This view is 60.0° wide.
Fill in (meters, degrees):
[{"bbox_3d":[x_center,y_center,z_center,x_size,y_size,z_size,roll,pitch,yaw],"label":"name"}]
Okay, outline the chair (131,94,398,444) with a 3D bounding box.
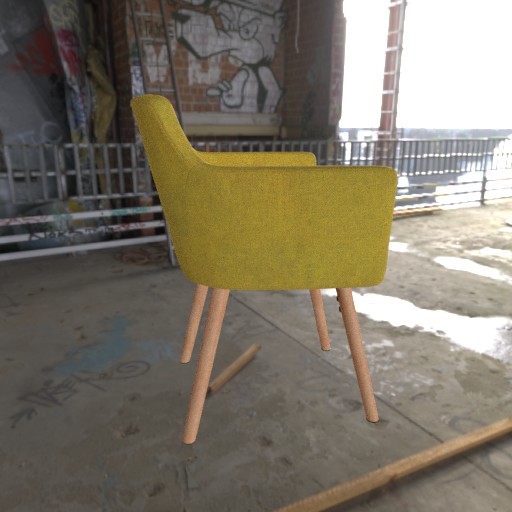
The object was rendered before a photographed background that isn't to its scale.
[{"bbox_3d":[0.000,0.000,1.153,0.570,0.780,0.570,-3,16,-10],"label":"chair"}]
